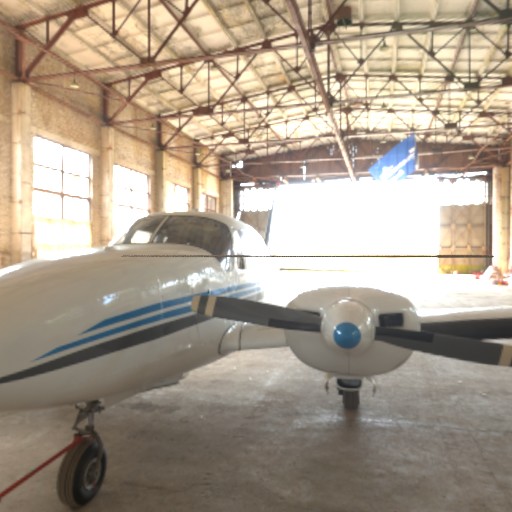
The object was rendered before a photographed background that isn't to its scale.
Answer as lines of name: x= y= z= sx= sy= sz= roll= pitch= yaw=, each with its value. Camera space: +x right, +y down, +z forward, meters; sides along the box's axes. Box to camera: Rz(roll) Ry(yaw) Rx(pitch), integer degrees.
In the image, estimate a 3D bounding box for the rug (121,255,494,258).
rug: x=0.000 y=0.000 z=2.399 sx=0.662 sy=0.011 sz=2.196 roll=0 pitch=0 yaw=-38
